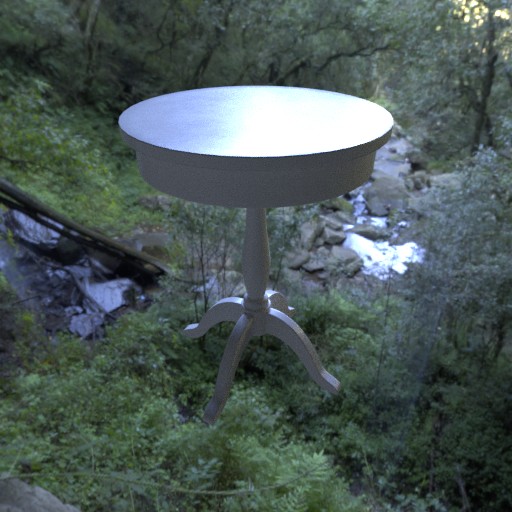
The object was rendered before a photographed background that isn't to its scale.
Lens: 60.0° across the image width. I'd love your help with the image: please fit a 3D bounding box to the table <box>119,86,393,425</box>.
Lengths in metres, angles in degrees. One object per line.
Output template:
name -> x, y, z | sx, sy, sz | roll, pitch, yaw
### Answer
table -> 0.000, 0.000, 1.025 | 0.513, 0.653, 0.513 | 0, 32, 0
